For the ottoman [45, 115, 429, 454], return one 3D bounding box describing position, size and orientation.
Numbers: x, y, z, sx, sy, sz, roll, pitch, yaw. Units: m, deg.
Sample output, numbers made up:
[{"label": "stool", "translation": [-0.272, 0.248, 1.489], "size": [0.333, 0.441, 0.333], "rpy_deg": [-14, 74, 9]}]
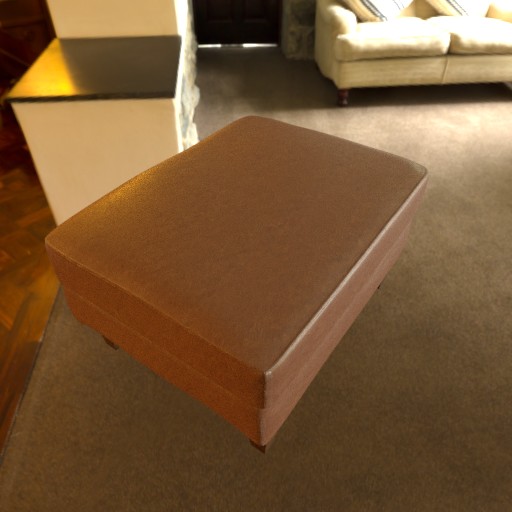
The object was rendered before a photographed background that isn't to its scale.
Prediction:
[{"label": "ottoman", "translation": [0.000, 0.000, 1.253], "size": [0.650, 0.485, 0.851], "rpy_deg": [25, 47, 26]}]
